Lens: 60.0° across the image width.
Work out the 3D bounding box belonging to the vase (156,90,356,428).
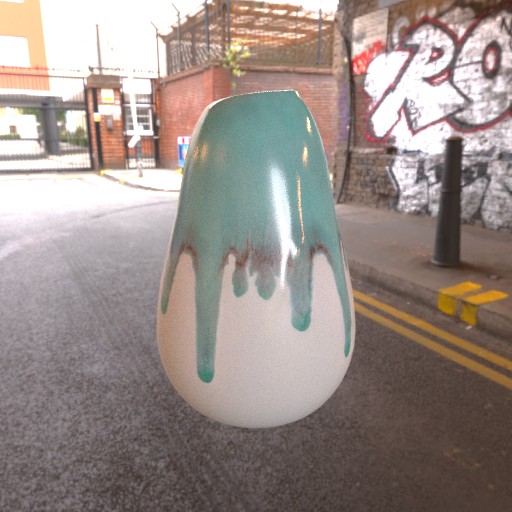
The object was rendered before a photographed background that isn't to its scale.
[{"bbox_3d":[0.000,0.000,0.254,0.116,0.179,0.116,0,15,0],"label":"vase"}]
